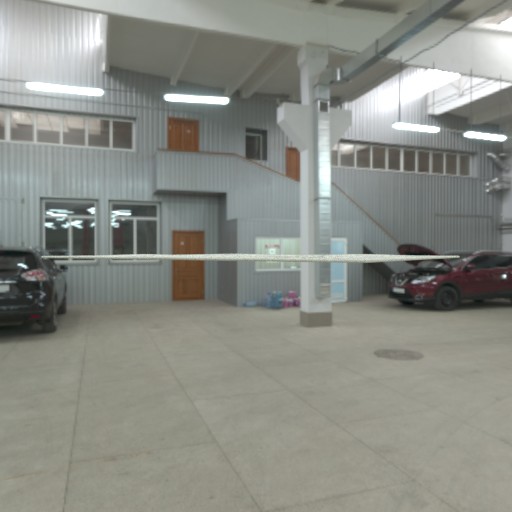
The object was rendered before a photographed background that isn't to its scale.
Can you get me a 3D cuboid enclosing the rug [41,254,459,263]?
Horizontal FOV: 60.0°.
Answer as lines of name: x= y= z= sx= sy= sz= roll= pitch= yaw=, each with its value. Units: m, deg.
rug: x=0.000 y=0.000 z=3.922 sx=2.921 sy=0.032 sz=2.311 roll=0 pitch=1 yaw=35
